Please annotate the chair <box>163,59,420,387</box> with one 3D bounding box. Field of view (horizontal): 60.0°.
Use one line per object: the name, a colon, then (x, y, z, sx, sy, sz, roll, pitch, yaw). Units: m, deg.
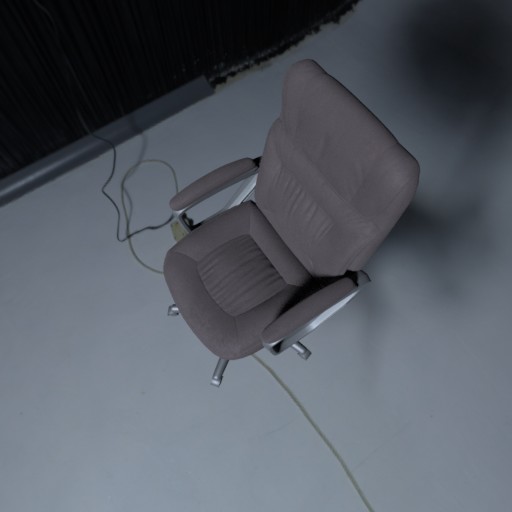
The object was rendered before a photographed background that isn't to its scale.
chair: (0.000, 0.000, 1.574, 0.724, 1.105, 0.667, -31, 68, -14)
